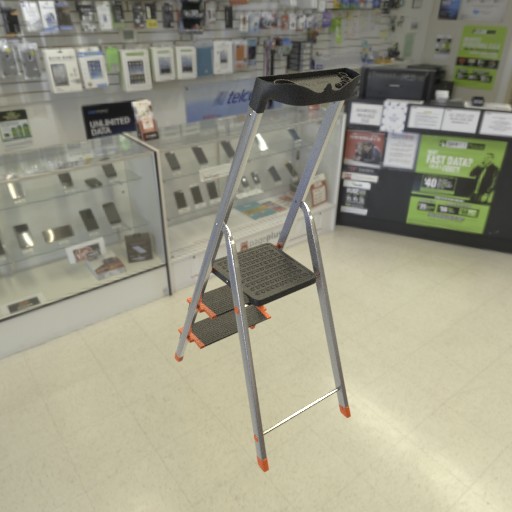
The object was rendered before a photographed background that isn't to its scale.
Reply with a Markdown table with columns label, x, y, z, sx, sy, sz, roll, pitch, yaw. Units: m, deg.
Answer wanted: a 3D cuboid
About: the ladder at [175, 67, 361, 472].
| label | x | y | z | sx | sy | sz | roll | pitch | yaw |
| --- | --- | --- | --- | --- | --- | --- | --- | --- | --- |
| ladder | 0.000 | 0.000 | 1.533 | 0.416 | 1.229 | 0.686 | -19 | 35 | -30 |
